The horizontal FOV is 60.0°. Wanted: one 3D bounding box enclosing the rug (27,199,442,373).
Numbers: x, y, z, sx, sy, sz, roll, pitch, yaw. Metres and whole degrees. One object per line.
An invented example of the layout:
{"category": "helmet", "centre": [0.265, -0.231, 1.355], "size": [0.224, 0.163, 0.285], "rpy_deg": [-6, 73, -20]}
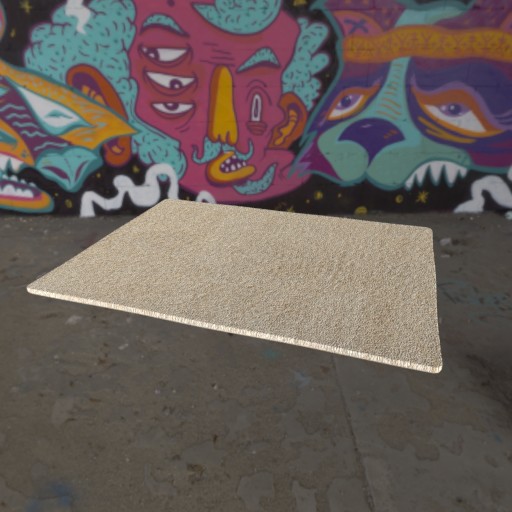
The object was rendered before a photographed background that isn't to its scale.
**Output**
{"category": "rug", "centre": [0.000, 0.000, 2.101], "size": [1.600, 0.027, 1.200], "rpy_deg": [8, 27, 16]}
